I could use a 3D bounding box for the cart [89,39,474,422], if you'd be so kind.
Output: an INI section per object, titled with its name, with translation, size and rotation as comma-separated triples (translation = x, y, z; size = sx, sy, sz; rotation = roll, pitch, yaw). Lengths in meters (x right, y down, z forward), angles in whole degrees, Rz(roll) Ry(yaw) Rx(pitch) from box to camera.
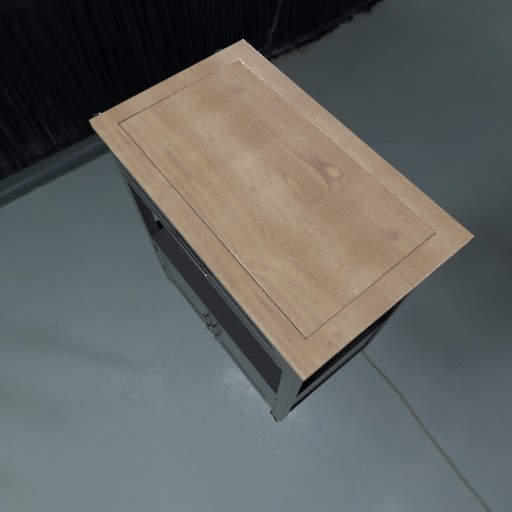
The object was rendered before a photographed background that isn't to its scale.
[cart]
translation = 0.000, 0.000, 1.381
size = 0.459, 0.901, 0.840
rotation = -35, 68, -17
